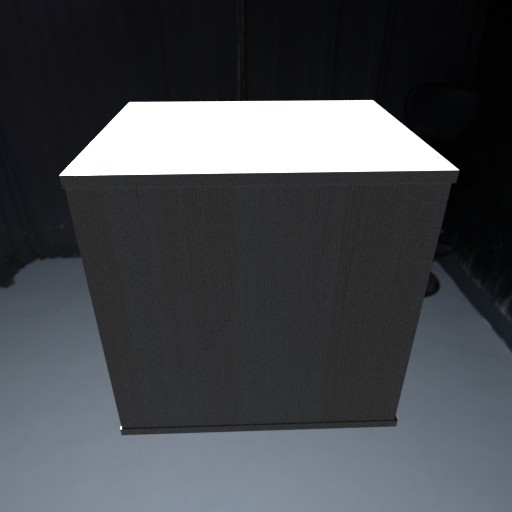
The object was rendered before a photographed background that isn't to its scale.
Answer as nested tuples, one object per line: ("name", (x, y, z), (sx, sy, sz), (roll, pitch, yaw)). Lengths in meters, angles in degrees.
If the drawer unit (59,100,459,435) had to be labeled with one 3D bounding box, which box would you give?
("drawer unit", (0.000, 0.000, 0.598), (0.349, 0.344, 0.290), (-1, 31, -2))
